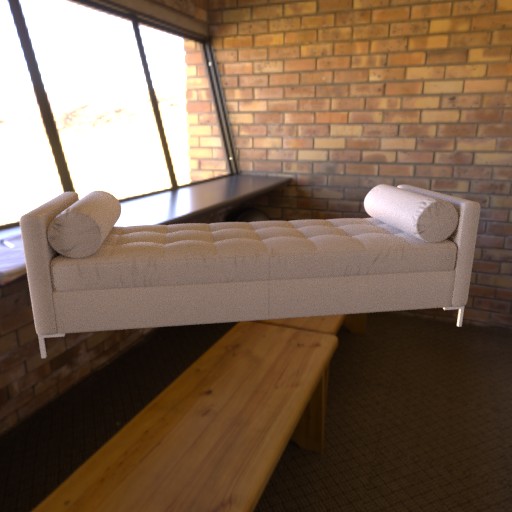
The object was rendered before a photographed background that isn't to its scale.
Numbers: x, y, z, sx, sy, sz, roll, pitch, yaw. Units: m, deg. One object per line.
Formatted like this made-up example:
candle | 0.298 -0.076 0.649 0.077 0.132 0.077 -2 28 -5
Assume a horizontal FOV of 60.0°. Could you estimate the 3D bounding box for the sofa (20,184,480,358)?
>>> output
sofa | 0.000 0.000 2.272 1.981 0.635 0.686 -3 16 -9
